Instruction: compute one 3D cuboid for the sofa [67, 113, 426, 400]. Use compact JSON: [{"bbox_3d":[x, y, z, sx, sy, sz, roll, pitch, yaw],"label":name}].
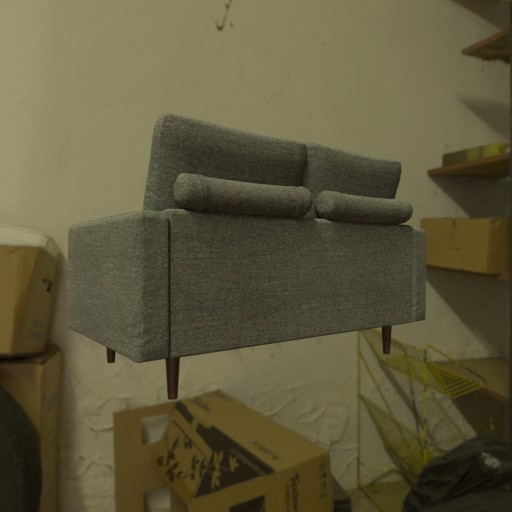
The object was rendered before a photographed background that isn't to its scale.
[{"bbox_3d":[0.000,0.000,1.959,1.407,0.907,0.842,0,0,-36],"label":"sofa"}]
